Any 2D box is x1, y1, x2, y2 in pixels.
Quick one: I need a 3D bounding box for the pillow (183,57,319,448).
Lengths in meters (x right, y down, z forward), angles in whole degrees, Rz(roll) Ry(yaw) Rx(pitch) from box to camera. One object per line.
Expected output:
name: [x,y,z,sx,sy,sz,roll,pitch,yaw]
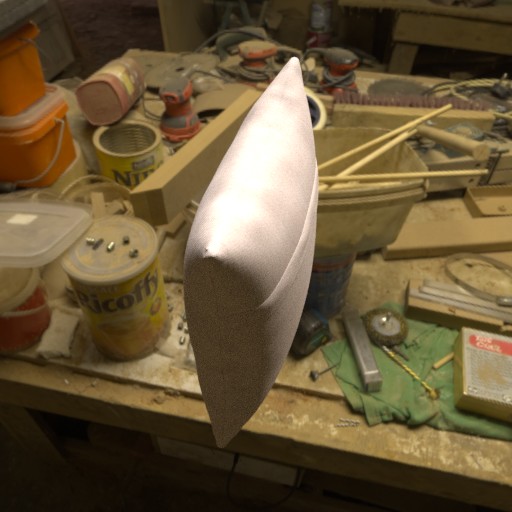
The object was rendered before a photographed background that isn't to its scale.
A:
pillow: [0.000,0.000,0.679,0.173,0.436,0.433,9,46,9]
